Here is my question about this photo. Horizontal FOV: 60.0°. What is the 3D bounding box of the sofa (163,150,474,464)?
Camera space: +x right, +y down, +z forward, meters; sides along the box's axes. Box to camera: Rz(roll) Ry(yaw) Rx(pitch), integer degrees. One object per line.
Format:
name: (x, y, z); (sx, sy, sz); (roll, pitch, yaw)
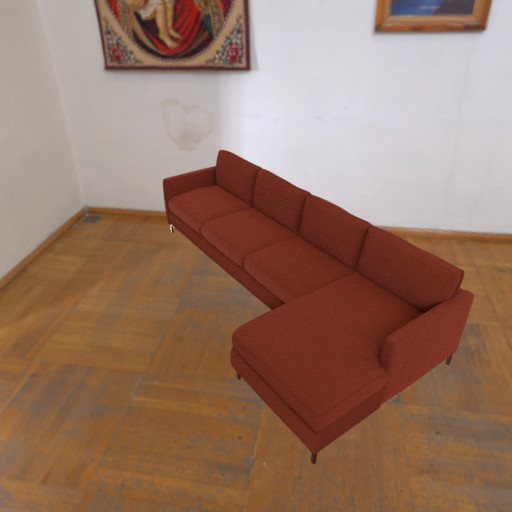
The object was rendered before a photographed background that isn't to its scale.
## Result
sofa: (0.000, 0.000, 3.538); (1.350, 0.810, 2.932); (-21, 38, -29)
